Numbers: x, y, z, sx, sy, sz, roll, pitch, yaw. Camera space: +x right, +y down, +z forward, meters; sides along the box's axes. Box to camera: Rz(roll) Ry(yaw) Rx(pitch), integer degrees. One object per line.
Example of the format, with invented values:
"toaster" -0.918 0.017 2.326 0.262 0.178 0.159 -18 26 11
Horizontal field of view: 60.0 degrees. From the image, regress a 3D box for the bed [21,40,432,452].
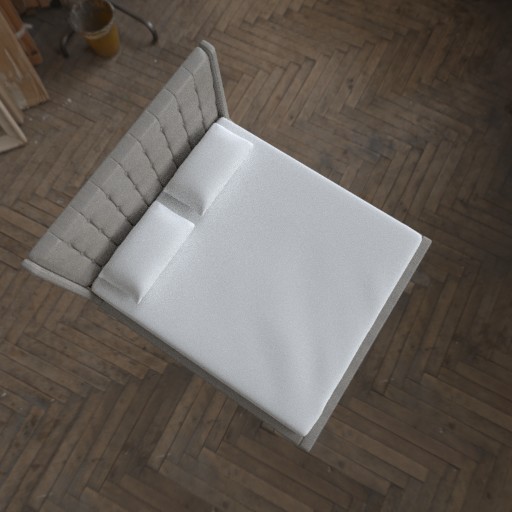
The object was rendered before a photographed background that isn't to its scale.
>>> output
"bed" 0.000 0.000 3.514 2.342 1.289 2.062 33 78 8
